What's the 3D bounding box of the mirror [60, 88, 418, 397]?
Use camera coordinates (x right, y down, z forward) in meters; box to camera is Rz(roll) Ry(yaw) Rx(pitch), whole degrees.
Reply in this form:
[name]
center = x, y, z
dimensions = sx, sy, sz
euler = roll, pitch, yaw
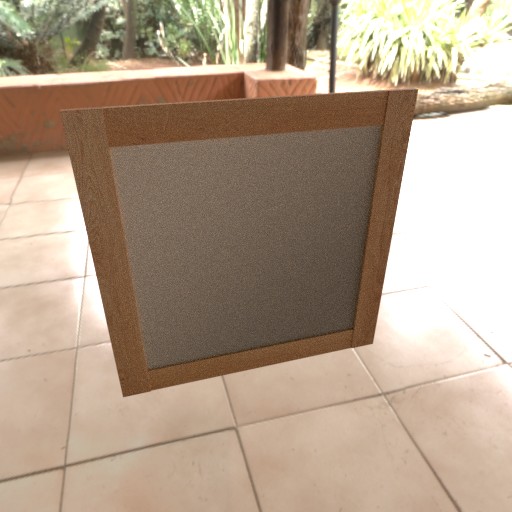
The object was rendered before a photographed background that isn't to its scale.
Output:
[mirror]
center = 0.000, 0.000, 1.171
dimensions = 0.800, 0.800, 0.020
euler = -9, 32, -14
